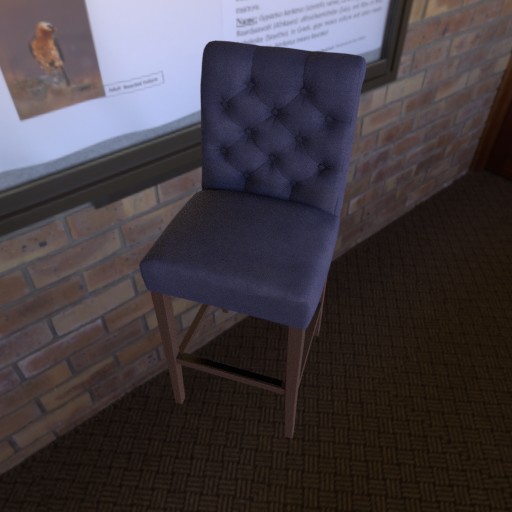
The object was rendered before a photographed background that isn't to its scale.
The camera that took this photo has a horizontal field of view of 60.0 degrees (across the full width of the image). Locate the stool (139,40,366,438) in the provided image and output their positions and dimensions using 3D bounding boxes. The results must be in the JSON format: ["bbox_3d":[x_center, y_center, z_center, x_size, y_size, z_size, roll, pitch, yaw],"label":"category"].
[{"bbox_3d":[0.000,0.000,1.444,0.493,1.140,0.601,12,44,13],"label":"stool"}]
